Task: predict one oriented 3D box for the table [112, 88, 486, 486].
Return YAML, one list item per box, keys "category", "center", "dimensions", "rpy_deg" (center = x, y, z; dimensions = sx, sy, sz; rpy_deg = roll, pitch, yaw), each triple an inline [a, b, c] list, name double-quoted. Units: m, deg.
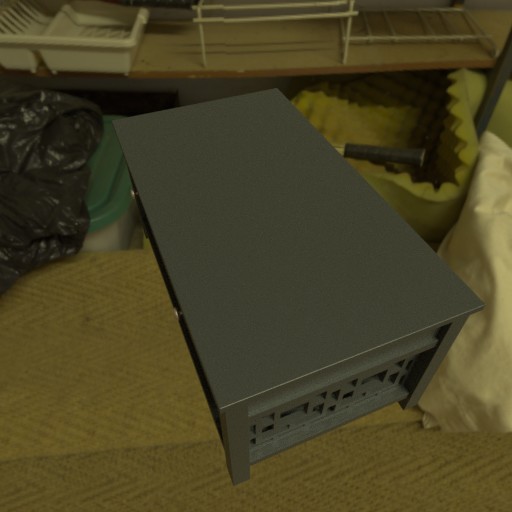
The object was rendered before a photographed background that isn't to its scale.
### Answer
- category: "table"
  center: [0.000, 0.000, 1.376]
  dimensions: [0.612, 0.493, 1.068]
  rpy_deg: [-17, 49, -15]
